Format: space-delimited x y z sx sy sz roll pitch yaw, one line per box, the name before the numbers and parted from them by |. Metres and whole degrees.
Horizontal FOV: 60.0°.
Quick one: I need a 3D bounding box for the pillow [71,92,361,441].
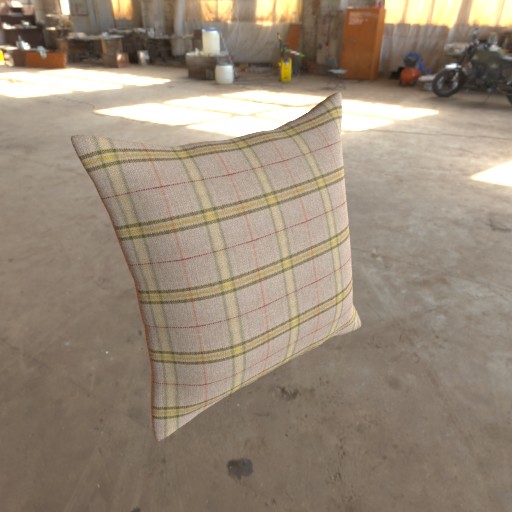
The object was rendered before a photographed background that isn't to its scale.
pillow | 0.000 0.000 0.697 0.453 0.430 0.200 -21 36 -32
